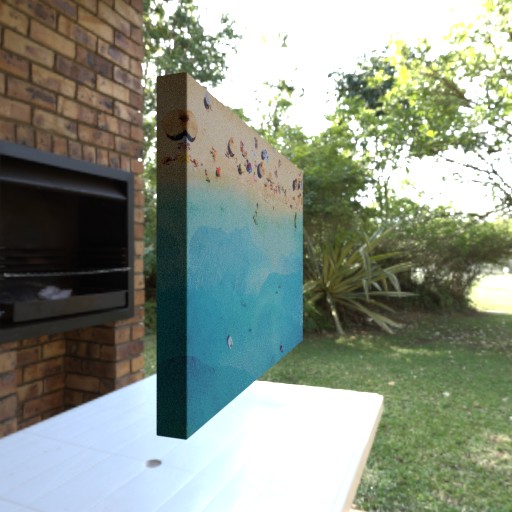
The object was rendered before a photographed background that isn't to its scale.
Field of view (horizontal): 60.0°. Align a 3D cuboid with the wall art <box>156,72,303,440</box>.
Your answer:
[{"bbox_3d":[0.000,0.000,1.148,0.057,0.595,0.894,0,0,18],"label":"wall art"}]
